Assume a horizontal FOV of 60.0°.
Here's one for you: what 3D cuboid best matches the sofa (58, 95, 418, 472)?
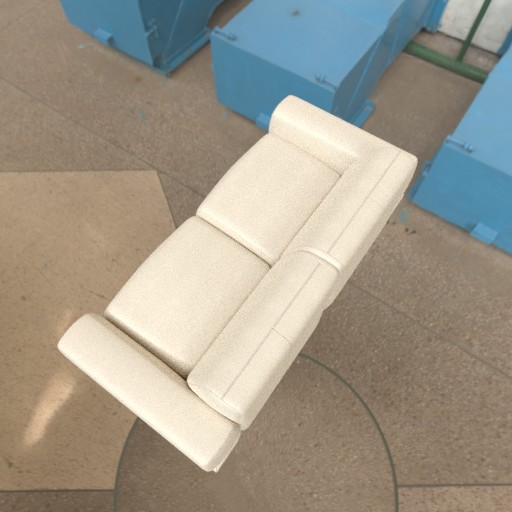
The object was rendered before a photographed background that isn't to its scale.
[{"bbox_3d":[0.000,0.000,2.326,0.900,0.772,1.901,32,67,15],"label":"sofa"}]
